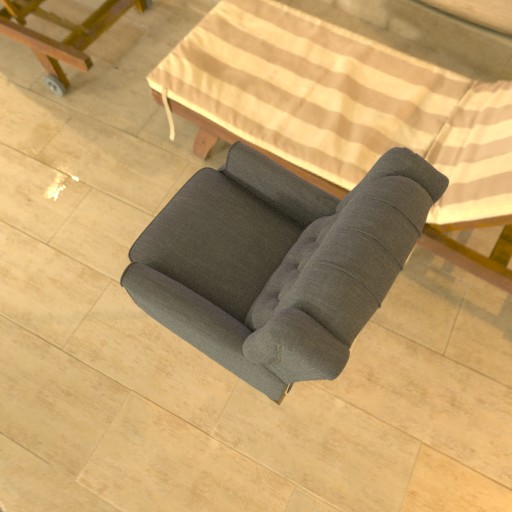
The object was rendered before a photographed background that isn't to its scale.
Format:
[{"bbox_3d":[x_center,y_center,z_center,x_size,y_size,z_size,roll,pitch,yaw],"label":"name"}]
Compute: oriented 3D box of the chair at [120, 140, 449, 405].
[{"bbox_3d":[0.000,0.000,1.635,0.898,1.035,0.742,31,68,14],"label":"chair"}]
